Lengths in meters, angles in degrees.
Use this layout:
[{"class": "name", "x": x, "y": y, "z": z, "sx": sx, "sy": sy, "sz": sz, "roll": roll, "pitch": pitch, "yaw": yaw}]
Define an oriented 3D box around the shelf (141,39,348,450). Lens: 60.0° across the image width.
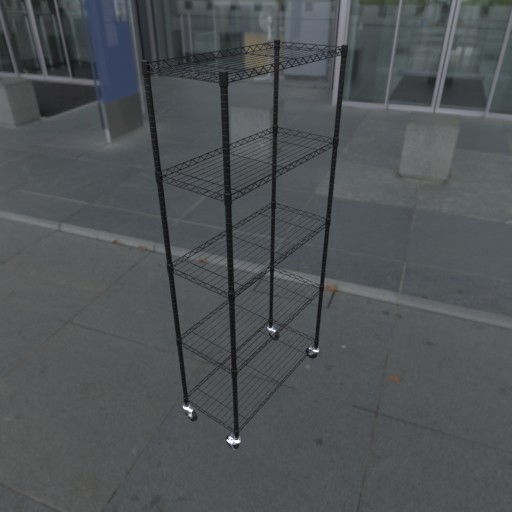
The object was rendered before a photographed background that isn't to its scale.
[{"class": "shelf", "x": 0.000, "y": 0.000, "z": 1.951, "sx": 0.356, "sy": 1.645, "sz": 0.762, "roll": 21, "pitch": 37, "yaw": 30}]
